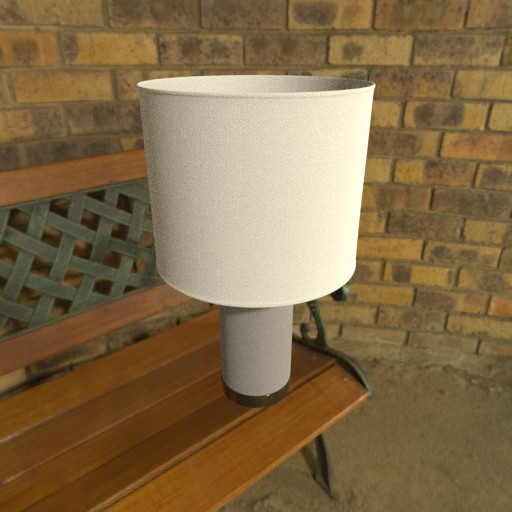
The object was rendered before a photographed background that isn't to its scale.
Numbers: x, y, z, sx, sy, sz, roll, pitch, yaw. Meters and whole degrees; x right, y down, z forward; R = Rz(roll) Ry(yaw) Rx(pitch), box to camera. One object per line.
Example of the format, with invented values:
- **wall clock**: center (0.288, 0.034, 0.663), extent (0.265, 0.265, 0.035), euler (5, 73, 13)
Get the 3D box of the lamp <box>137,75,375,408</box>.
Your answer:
- **lamp**: center (0.000, 0.000, 0.519), extent (0.229, 0.380, 0.229), euler (0, 25, 0)
